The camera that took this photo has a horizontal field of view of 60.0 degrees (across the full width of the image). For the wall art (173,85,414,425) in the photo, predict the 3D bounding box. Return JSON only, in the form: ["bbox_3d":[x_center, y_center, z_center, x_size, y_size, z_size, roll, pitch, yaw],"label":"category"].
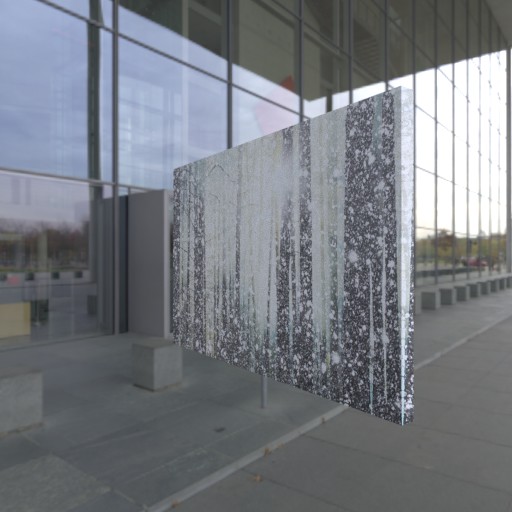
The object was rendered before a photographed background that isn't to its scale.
[{"bbox_3d":[0.000,0.000,1.161,0.038,0.598,0.919,0,0,-36],"label":"wall art"}]
